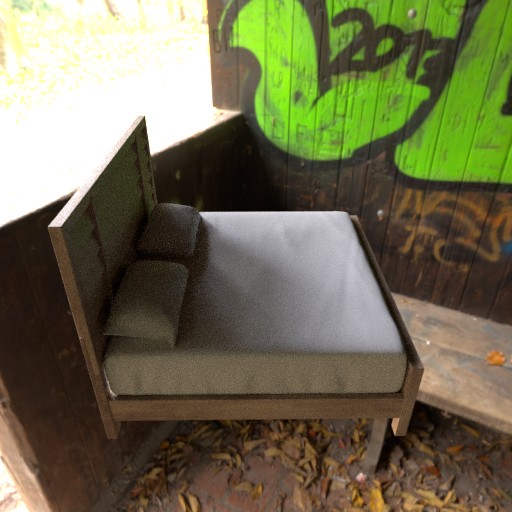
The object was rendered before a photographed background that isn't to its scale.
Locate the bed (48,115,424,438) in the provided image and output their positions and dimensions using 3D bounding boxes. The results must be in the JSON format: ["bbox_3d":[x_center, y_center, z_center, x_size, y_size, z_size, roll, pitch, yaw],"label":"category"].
[{"bbox_3d":[0.000,0.000,3.431,2.032,1.626,2.032,0,32,-1],"label":"bed"}]
